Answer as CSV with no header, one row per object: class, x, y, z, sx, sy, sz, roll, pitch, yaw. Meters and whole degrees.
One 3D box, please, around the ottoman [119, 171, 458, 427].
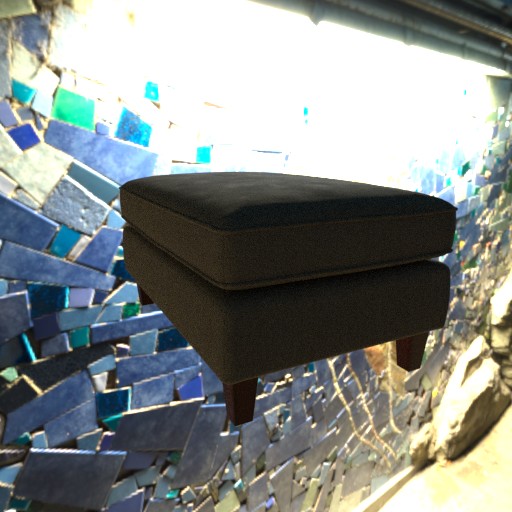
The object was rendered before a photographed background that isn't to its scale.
ottoman,0.000,0.000,1.337,0.636,0.480,0.941,-7,16,-27
